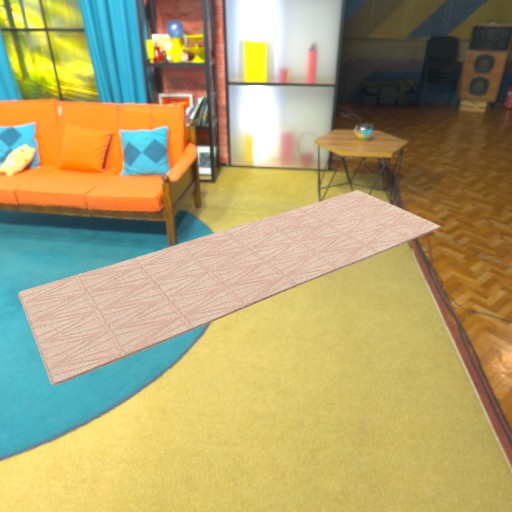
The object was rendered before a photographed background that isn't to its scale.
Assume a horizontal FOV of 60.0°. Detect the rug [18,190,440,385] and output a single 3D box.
[{"bbox_3d":[0.000,0.000,2.583,2.435,0.015,0.760,-19,36,-29],"label":"rug"}]
